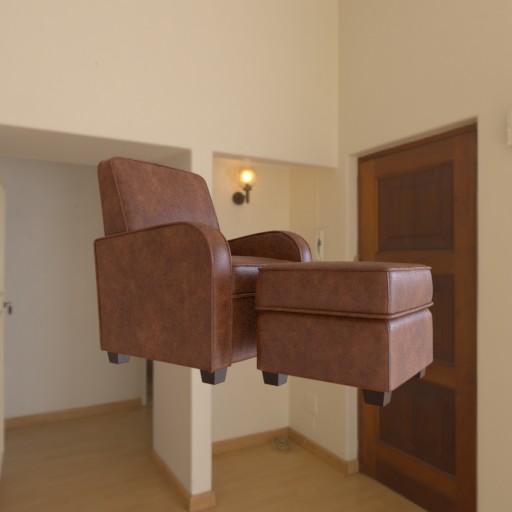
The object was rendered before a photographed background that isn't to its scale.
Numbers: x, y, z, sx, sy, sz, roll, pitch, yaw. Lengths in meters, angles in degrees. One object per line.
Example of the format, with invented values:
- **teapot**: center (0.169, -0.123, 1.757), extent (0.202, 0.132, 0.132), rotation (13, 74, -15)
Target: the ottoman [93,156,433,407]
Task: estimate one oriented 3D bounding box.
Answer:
- **ottoman**: center (0.000, 0.000, 1.852), extent (1.314, 0.904, 0.732), rotation (0, -1, 36)
